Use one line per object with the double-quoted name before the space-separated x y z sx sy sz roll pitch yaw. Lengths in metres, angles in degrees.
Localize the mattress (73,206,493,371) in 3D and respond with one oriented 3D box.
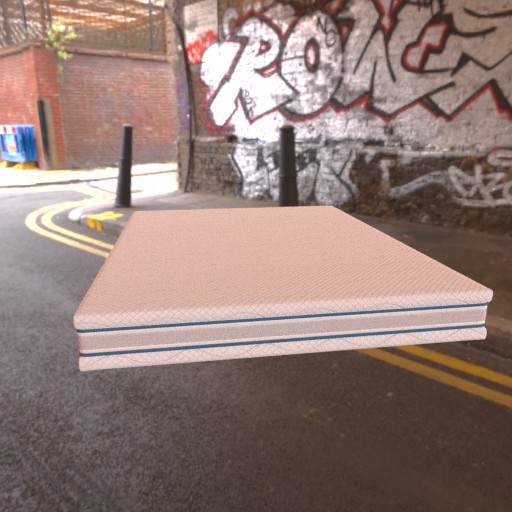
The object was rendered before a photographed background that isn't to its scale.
"mattress" 0.000 0.000 2.618 1.600 0.230 2.000 -3 16 -9
